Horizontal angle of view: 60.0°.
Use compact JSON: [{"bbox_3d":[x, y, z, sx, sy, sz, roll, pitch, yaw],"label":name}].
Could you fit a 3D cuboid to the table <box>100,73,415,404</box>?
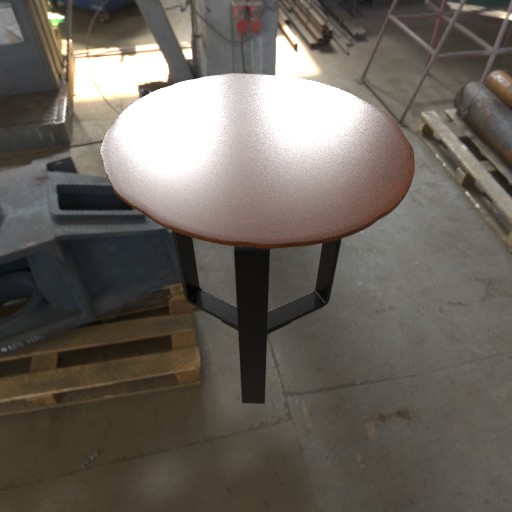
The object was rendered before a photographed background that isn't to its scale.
[{"bbox_3d":[0.000,0.000,0.749,0.410,0.450,0.380,24,51,21],"label":"table"}]
